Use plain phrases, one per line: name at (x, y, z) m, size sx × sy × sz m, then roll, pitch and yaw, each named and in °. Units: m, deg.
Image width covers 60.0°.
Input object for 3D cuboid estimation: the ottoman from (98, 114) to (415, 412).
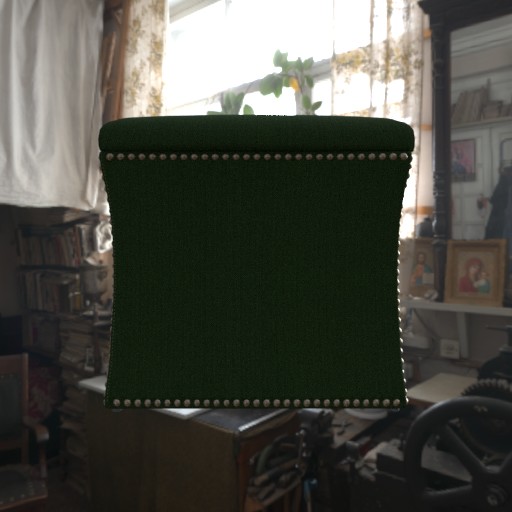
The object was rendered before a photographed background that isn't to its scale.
ottoman at (0.000, 0.000, 0.907) m, size 0.497 × 0.475 × 0.507 m, roll 0°, pitch 1°, yaw 0°
